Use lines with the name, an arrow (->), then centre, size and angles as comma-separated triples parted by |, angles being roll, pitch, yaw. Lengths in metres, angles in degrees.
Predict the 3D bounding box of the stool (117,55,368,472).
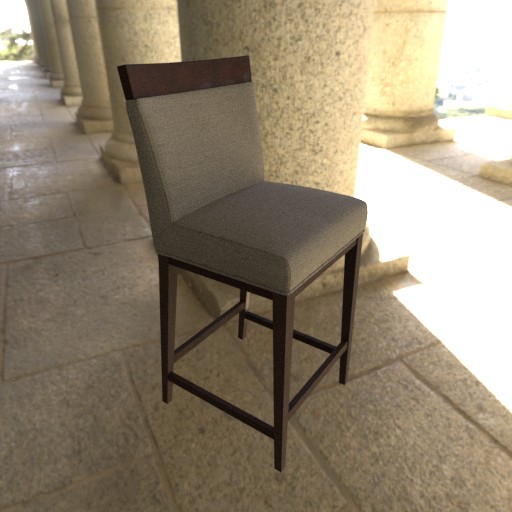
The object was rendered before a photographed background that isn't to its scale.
stool -> 0.000, 0.000, 1.390 | 0.531, 1.117, 0.511 | 18, 32, 31
